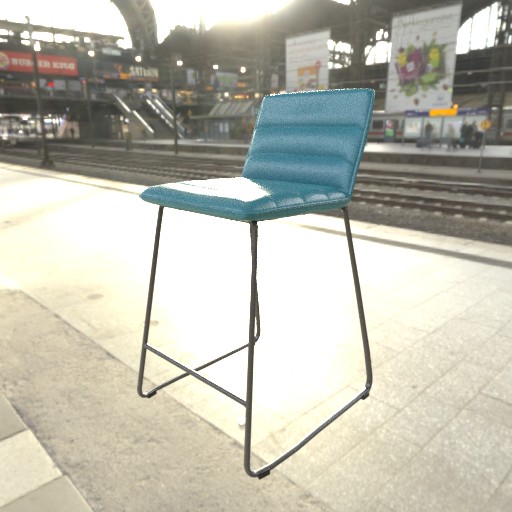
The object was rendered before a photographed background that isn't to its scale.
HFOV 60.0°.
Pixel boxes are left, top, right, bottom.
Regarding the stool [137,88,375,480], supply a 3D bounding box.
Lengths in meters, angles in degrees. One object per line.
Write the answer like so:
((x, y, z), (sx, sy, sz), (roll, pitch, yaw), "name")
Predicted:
((0.000, 0.000, 1.199), (0.489, 0.866, 0.524), (15, 22, 42), "stool")
